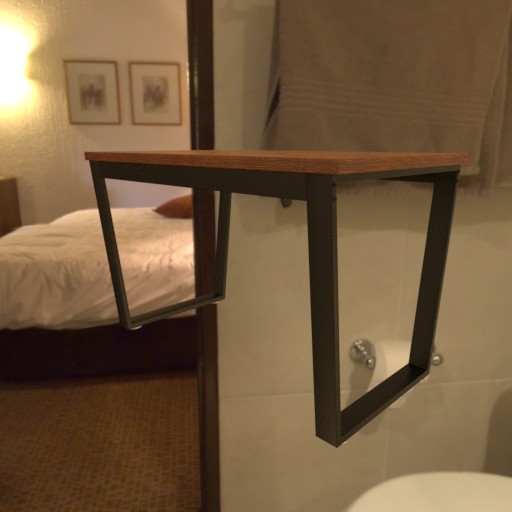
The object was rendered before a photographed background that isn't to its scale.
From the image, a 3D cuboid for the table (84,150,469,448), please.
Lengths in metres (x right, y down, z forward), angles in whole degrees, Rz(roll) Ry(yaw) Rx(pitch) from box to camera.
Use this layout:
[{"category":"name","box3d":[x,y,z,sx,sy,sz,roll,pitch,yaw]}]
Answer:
[{"category":"table","box3d":[0.000,0.000,1.670,0.714,0.760,1.205,-14,20,-43]}]
